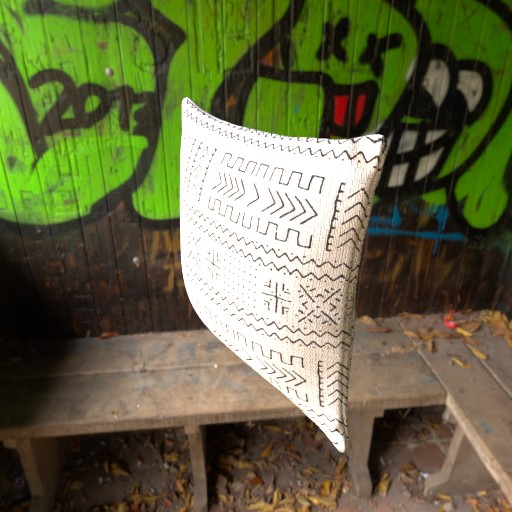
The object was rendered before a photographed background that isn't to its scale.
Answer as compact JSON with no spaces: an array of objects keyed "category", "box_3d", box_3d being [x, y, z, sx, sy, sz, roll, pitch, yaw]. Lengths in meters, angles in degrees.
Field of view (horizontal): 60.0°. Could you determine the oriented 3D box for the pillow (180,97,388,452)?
[{"category":"pillow","box_3d":[0.000,0.000,0.678,0.164,0.430,0.438,-17,31,-31]}]
